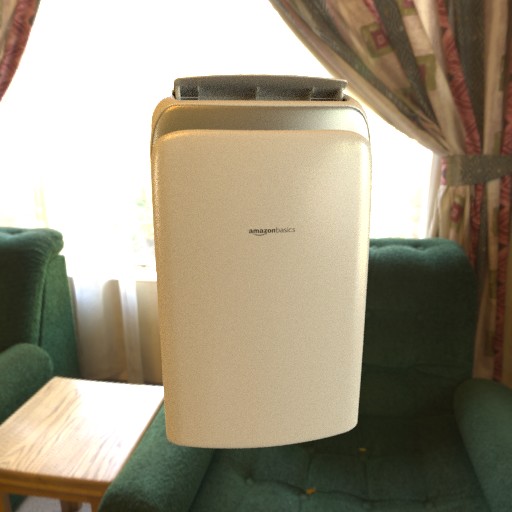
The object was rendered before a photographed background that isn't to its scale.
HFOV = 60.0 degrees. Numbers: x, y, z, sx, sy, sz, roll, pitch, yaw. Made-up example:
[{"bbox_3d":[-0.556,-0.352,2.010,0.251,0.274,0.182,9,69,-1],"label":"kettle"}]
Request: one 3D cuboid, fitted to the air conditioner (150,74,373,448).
[{"bbox_3d":[0.000,0.000,1.069,0.449,0.786,0.414,-2,16,-7],"label":"air conditioner"}]
